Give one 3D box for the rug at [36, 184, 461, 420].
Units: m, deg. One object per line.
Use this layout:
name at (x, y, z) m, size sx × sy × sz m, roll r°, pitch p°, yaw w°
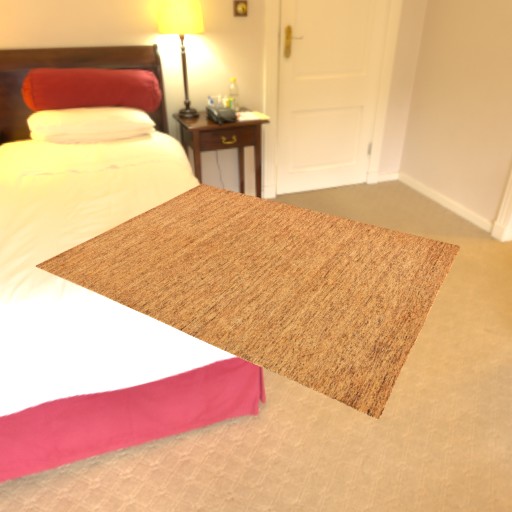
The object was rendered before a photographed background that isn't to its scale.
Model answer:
rug at (0.000, 0.000, 4.178) m, size 3.200 × 0.012 × 2.438 m, roll 17°, pitch 34°, yaw 27°
